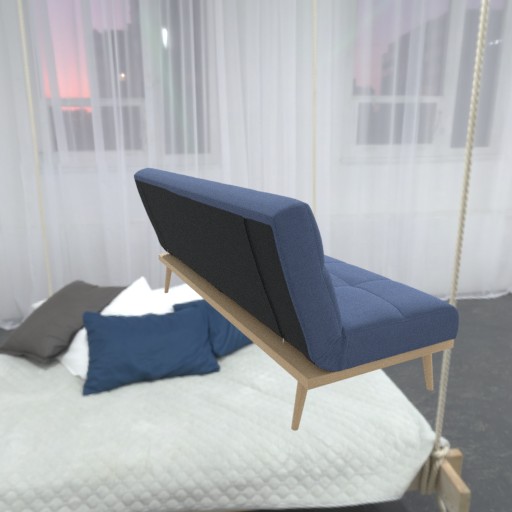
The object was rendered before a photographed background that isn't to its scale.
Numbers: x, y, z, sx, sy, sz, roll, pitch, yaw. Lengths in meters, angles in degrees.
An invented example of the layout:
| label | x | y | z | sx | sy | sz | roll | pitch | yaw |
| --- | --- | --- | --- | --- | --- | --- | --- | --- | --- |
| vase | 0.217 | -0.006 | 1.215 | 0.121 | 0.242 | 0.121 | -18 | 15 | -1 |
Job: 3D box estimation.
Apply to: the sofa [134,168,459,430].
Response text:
| label | x | y | z | sx | sy | sz | roll | pitch | yaw |
| --- | --- | --- | --- | --- | --- | --- | --- | --- | --- |
| sofa | 0.000 | 0.000 | 2.214 | 0.796 | 0.800 | 1.800 | -7 | 16 | -26 |
